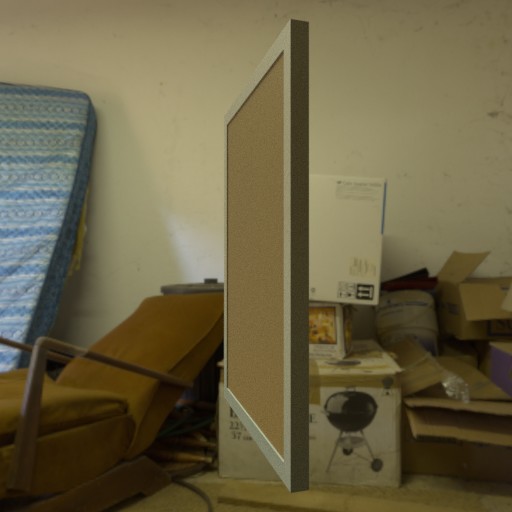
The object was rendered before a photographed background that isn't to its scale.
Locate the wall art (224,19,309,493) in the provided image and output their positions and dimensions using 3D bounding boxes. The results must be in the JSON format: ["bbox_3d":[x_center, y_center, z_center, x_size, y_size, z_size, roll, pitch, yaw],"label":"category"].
[{"bbox_3d":[0.000,0.000,1.153,0.039,0.915,0.612,0,0,-16],"label":"wall art"}]
